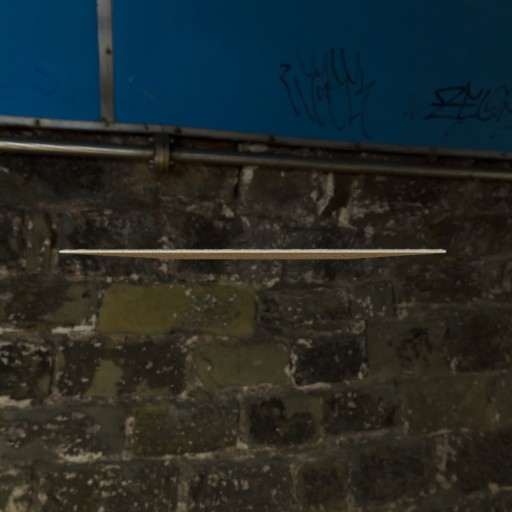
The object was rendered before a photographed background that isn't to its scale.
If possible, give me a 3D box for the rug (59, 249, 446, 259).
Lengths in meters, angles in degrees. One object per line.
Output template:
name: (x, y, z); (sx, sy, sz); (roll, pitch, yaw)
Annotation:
rug: (0.000, 0.000, 2.905); (1.578, 0.014, 2.206); (0, -1, 1)
